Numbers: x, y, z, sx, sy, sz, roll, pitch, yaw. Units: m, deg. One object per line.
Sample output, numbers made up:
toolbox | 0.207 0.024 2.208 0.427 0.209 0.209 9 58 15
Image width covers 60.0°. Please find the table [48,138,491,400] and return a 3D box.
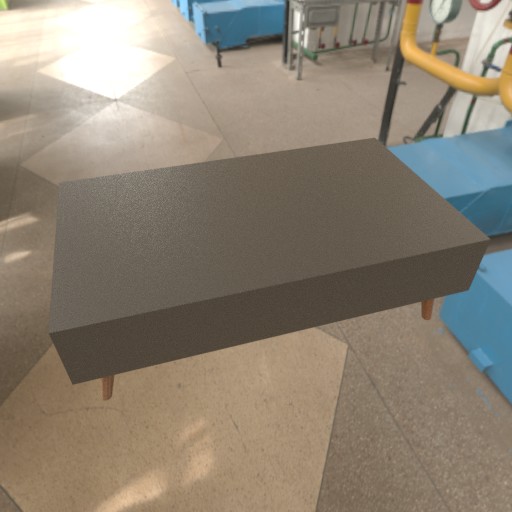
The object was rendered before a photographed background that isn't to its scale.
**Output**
table | 0.000 0.000 1.530 1.201 0.404 0.703 -11 42 -13
